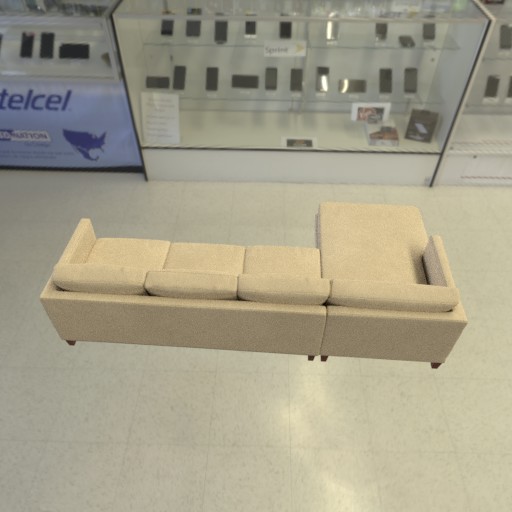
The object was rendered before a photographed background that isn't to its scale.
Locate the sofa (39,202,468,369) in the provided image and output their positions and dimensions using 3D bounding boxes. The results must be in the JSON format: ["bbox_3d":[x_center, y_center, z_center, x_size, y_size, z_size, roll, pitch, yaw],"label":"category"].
[{"bbox_3d":[0.000,0.000,3.990,3.186,0.846,1.625,3,46,3],"label":"sofa"}]
